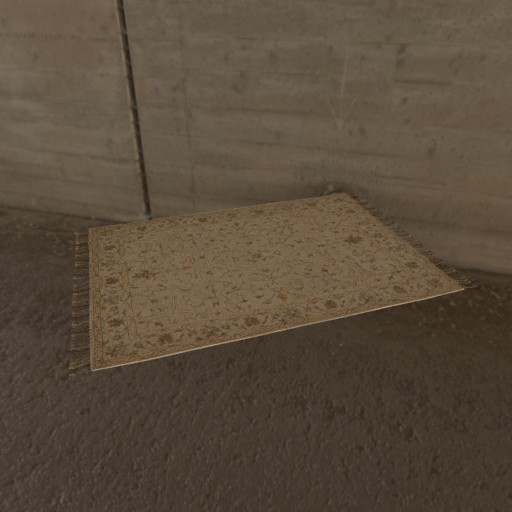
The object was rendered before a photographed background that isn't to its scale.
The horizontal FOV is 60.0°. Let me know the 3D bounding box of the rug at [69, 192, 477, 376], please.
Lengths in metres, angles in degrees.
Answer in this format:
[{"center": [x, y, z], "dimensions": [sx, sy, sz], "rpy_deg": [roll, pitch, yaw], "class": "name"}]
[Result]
[{"center": [0.000, 0.000, 2.384], "dimensions": [1.861, 0.017, 1.218], "rpy_deg": [-10, 33, -15], "class": "rug"}]
